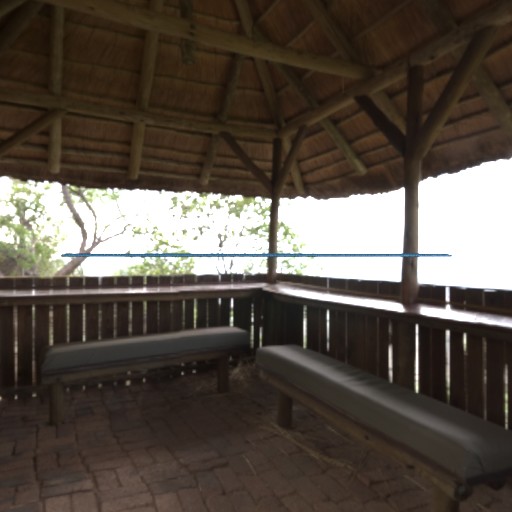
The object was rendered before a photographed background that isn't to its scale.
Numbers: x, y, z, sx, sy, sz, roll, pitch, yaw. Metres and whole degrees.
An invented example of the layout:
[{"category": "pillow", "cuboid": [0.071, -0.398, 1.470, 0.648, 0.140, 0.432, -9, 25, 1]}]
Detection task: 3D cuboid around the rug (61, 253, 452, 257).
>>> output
[{"category": "rug", "cuboid": [0.000, 0.000, 3.450, 1.830, 0.018, 2.769, 0, 0, 0]}]
